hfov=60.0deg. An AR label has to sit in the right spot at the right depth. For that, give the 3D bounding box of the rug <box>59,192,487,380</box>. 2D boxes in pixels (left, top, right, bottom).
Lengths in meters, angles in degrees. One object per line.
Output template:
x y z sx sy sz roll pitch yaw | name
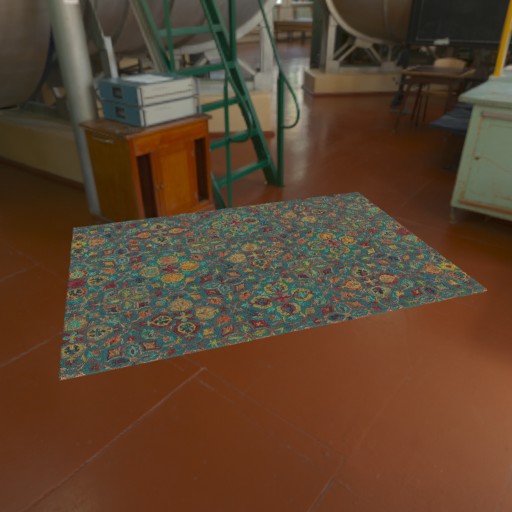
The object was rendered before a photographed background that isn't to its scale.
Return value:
0.000 0.000 2.860 2.290 0.016 1.527 -9 32 -15 | rug
